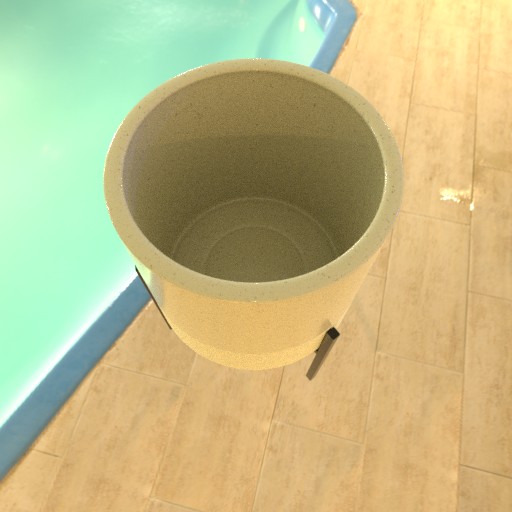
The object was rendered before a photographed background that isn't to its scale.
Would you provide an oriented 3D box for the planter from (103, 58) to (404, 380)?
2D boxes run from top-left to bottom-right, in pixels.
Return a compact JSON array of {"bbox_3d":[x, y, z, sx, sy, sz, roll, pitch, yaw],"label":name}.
[{"bbox_3d":[0.000,0.000,0.329,0.152,0.230,0.159,18,65,9],"label":"planter"}]
